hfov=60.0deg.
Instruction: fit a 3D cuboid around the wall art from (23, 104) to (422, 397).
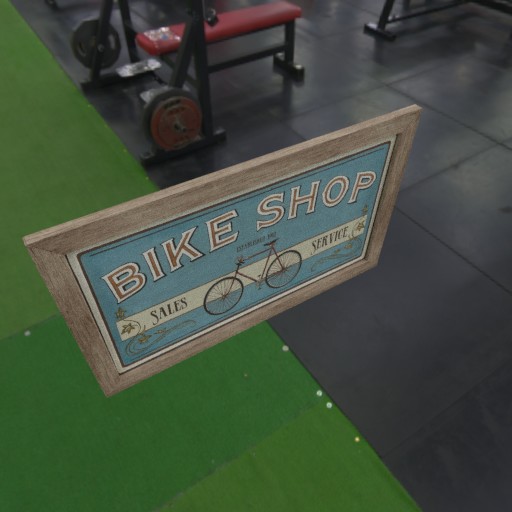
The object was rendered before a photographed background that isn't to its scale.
[{"bbox_3d":[0.000,0.000,0.950,0.780,0.480,0.021,-23,51,-20],"label":"wall art"}]
